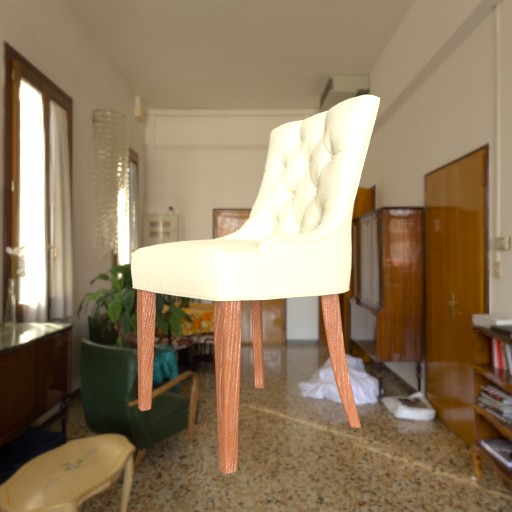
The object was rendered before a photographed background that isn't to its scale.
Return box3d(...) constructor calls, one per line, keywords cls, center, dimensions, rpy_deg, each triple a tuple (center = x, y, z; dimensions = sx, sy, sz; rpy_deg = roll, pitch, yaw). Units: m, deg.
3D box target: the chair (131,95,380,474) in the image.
box3d(cls="chair", center=(0.000, 0.000, 1.215), dimensions=(0.565, 0.874, 0.509), rpy_deg=(0, 0, -36))
